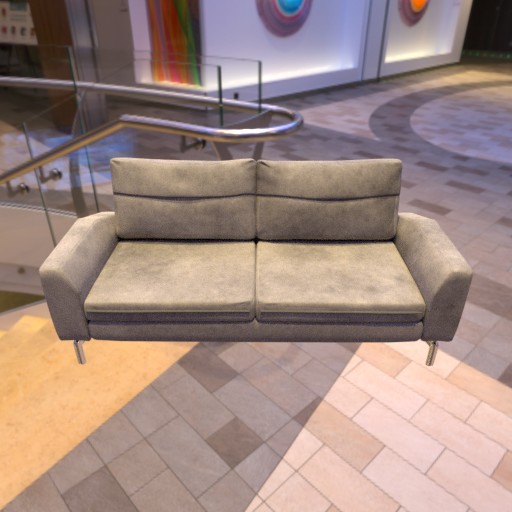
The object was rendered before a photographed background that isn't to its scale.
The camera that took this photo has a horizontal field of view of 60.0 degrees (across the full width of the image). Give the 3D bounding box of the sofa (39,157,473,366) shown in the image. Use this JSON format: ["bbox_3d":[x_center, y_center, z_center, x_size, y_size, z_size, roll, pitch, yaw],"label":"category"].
[{"bbox_3d":[0.000,0.000,2.283,1.837,0.859,0.849,0,30,0],"label":"sofa"}]
